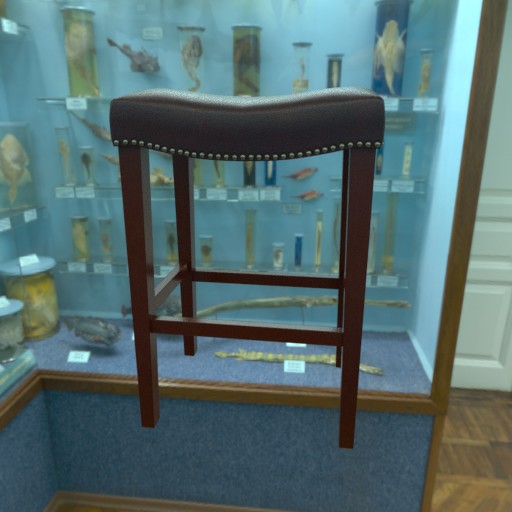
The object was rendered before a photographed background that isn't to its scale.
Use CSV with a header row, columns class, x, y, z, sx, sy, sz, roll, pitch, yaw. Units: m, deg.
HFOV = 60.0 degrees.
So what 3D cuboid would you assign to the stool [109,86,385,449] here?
class,x,y,z,sx,sy,sz,roll,pitch,yaw
stool,0.000,0.000,1.049,0.504,0.742,0.372,3,18,8
